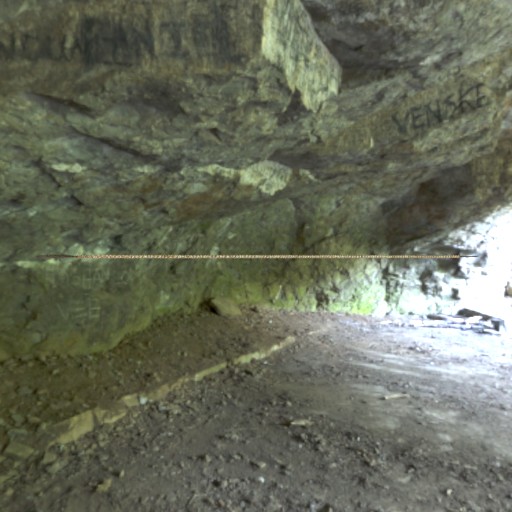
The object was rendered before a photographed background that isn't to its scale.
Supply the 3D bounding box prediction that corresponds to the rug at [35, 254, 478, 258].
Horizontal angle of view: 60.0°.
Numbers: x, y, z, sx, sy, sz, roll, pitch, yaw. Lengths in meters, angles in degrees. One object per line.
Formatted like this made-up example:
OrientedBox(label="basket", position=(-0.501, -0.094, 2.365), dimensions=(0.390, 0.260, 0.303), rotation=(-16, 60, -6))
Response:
OrientedBox(label="rug", position=(0.000, 0.000, 2.036), dimensions=(1.718, 0.017, 0.905), rotation=(0, 0, -19))
